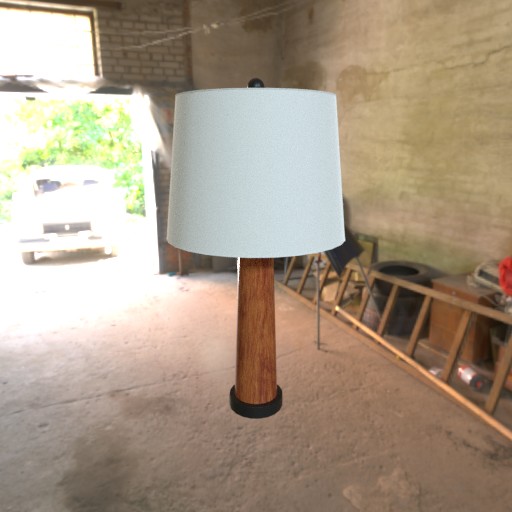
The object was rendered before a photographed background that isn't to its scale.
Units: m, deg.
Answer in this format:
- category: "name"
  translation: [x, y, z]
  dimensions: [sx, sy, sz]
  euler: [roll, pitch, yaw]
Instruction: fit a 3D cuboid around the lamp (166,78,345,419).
- category: "lamp"
  translation: [0.000, 0.000, 0.889]
  dimensions: [0.349, 0.667, 0.349]
  euler: [0, 15, 0]
